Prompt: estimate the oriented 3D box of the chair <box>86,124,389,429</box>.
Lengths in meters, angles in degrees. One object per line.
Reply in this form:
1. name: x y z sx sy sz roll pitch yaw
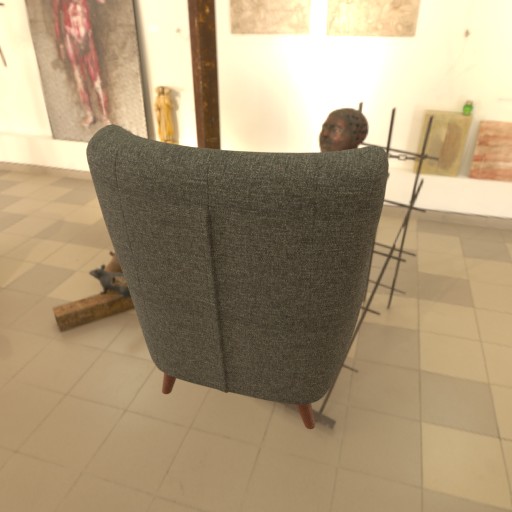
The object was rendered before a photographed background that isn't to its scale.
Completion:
1. chair: 0.000 0.000 1.724 0.878 1.063 0.904 9 32 14
